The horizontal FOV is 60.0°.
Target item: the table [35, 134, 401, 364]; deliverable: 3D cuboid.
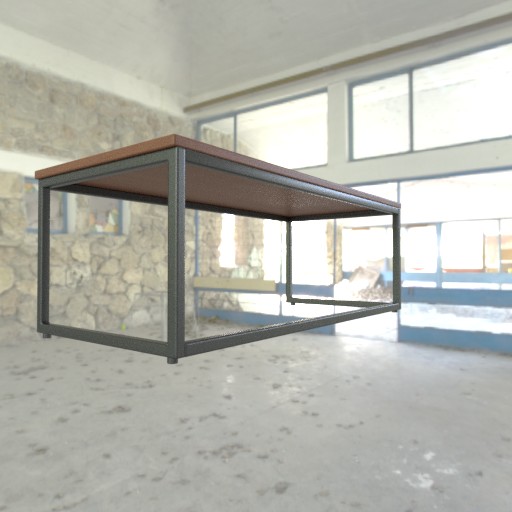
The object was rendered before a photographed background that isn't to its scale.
[{"bbox_3d":[0.000,0.000,1.346,0.500,0.400,1.100,-1,-1,38],"label":"table"}]
